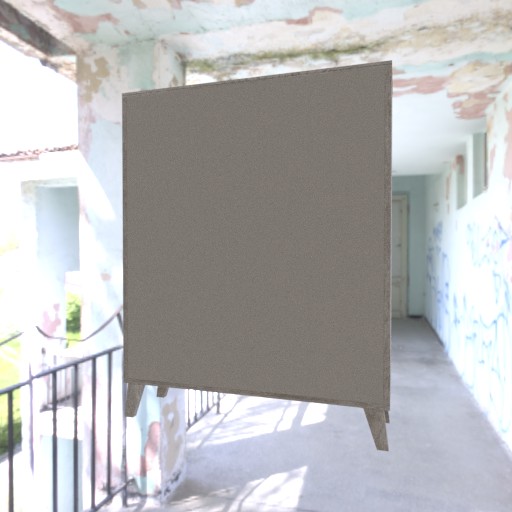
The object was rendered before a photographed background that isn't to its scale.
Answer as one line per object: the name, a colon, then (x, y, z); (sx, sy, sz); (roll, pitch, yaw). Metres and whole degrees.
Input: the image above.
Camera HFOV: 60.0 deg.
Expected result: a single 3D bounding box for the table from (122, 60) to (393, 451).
table: (0.000, 0.000, 1.543); (0.902, 1.135, 0.256); (0, 1, 18)
